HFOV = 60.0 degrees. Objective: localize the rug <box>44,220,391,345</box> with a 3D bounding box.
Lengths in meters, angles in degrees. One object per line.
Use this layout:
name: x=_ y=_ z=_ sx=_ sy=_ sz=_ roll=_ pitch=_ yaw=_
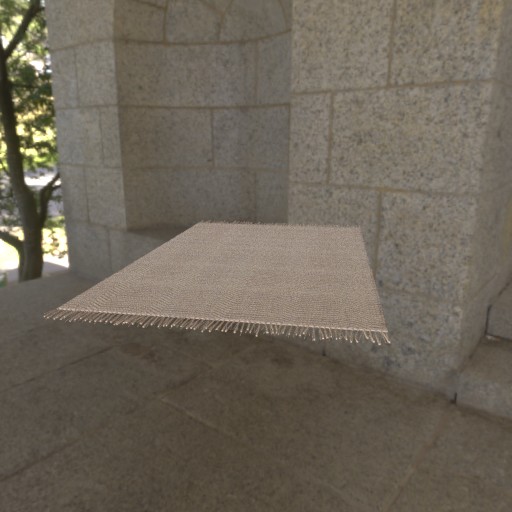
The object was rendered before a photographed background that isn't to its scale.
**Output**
rug: x=0.000 y=0.000 z=3.070 sx=1.528 sy=0.034 sz=2.523 roll=3 pitch=15 yaw=10
